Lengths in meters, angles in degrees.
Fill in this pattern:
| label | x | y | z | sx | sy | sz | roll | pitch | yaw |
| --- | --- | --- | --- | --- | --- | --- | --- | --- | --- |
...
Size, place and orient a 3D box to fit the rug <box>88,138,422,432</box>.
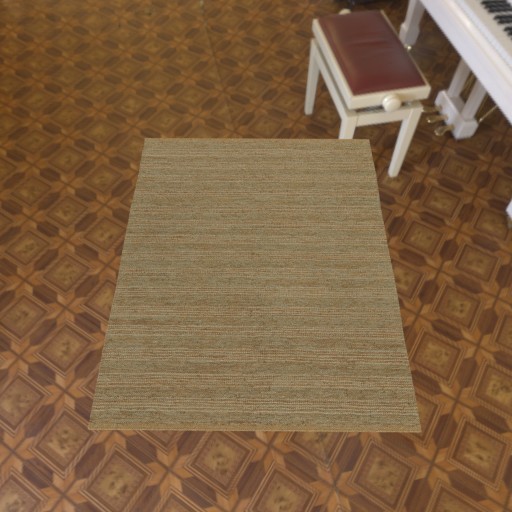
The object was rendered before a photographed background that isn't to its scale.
| label | x | y | z | sx | sy | sz | roll | pitch | yaw |
| --- | --- | --- | --- | --- | --- | --- | --- | --- | --- |
| rug | 0.000 | 0.000 | 4.064 | 2.471 | 0.012 | 3.034 | 0 | 58 | 0 |
